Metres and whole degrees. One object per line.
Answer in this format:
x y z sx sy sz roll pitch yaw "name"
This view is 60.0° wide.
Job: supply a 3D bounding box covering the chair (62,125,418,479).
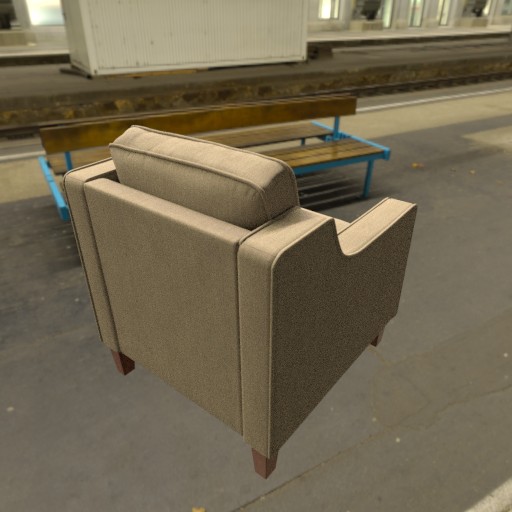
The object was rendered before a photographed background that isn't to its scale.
0.000 0.000 1.626 0.831 0.960 0.909 22 36 33 "chair"
